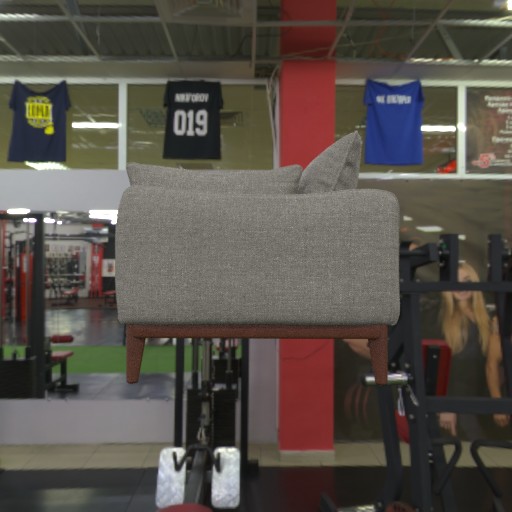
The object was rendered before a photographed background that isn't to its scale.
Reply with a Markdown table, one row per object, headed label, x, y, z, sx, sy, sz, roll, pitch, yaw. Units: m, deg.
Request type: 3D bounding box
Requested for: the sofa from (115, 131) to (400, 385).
| label | x | y | z | sx | sy | sz | roll | pitch | yaw |
| --- | --- | --- | --- | --- | --- | --- | --- | --- | --- |
| sofa | 0.000 | 0.000 | 2.178 | 0.972 | 0.851 | 1.580 | 0 | -1 | 1 |
